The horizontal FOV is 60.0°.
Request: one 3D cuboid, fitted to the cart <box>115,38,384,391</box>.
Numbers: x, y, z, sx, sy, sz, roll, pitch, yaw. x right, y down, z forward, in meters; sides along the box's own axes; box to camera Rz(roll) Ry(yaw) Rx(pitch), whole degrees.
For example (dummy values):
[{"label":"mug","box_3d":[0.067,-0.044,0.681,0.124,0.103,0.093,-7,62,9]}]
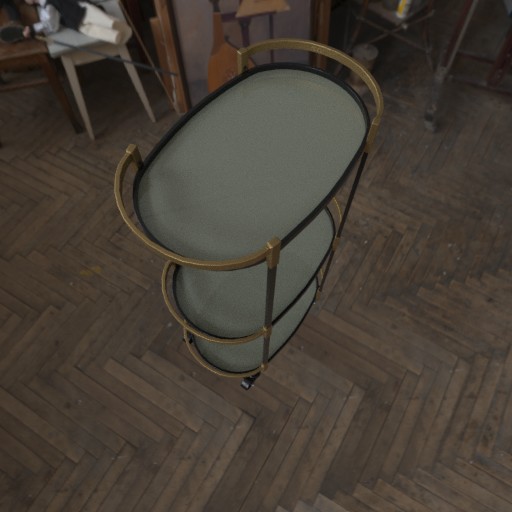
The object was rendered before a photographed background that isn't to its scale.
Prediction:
[{"label":"cart","box_3d":[0.000,0.000,1.123,0.311,0.885,0.515,34,68,16]}]
